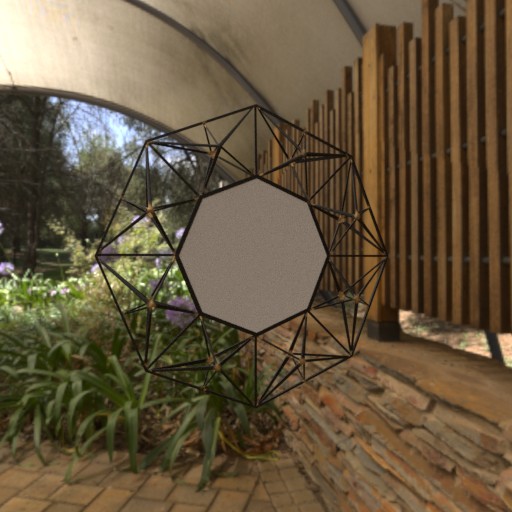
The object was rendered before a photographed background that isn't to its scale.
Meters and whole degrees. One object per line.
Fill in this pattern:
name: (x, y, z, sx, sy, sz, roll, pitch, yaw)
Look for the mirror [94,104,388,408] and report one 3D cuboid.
mirror: (0.000, 0.000, 1.036, 0.710, 0.710, 0.094, 0, 0, -17)
